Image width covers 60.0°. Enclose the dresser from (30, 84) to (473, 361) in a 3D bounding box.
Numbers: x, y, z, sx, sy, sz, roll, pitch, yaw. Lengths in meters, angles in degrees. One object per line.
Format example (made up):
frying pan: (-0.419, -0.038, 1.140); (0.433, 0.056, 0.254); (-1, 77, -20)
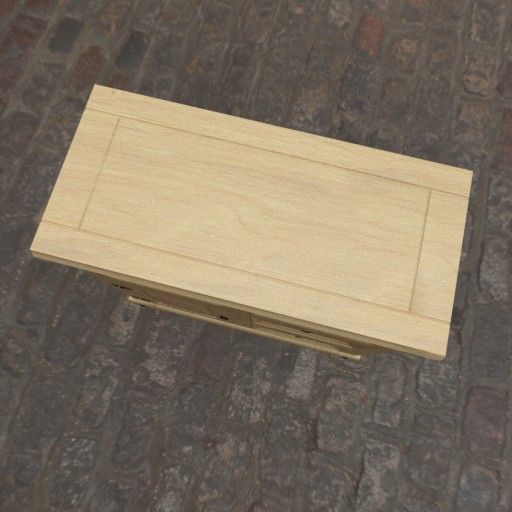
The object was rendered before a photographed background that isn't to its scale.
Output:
dresser: (0.000, 0.000, 1.396); (0.915, 0.835, 0.440); (14, 76, 3)
